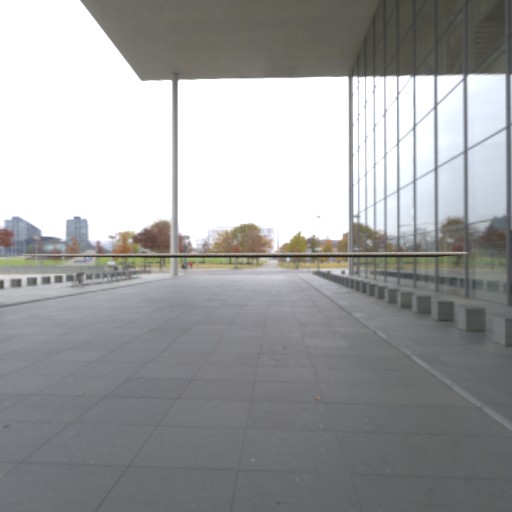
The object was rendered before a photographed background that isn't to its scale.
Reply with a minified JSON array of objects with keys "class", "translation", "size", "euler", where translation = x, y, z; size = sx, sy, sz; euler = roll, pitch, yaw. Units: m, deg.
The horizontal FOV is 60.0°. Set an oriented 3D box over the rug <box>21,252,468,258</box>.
[{"class":"rug","translation":[0.000,0.000,2.861],"size":[2.286,0.011,1.524],"euler":[0,-1,18]}]
